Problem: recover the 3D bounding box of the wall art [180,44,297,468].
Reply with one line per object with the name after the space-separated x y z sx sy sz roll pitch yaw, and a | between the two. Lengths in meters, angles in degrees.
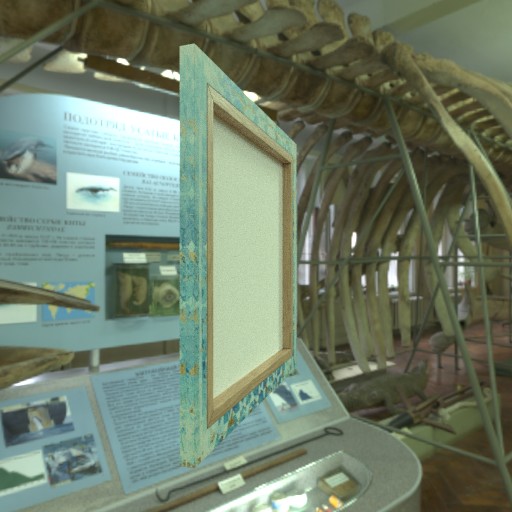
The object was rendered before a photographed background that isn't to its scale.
0.000 0.000 1.393 0.040 0.916 0.916 0 0 19 | wall art
